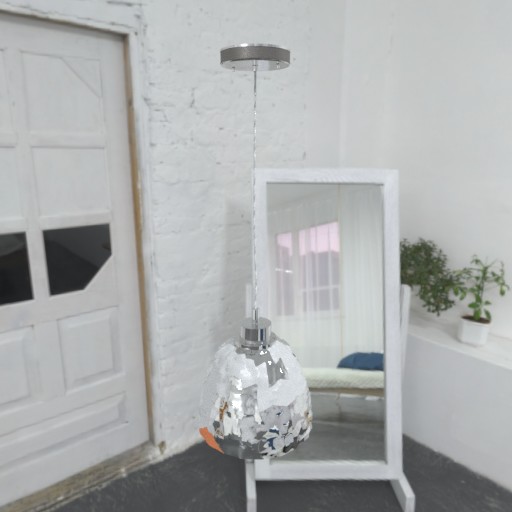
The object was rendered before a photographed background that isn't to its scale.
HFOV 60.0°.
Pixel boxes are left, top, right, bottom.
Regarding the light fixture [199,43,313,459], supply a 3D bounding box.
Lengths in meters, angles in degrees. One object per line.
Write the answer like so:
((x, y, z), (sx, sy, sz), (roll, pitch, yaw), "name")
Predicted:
((0.000, 0.000, 1.772), (0.496, 1.511, 0.500), (7, 16, 26), "light fixture")
